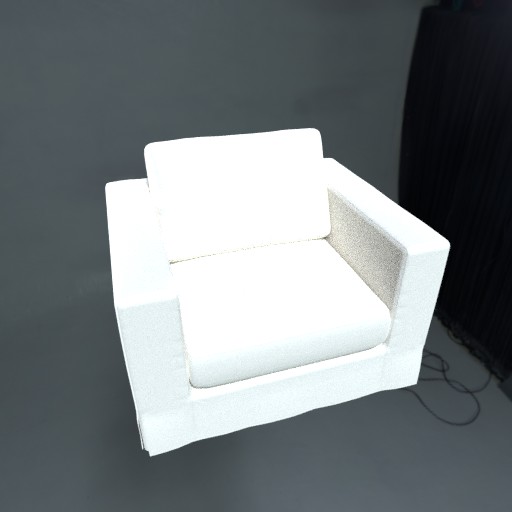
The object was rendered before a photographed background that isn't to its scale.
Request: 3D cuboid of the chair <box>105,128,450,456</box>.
[{"bbox_3d":[0.000,0.000,1.843,1.150,0.878,0.957,-9,33,-15],"label":"chair"}]
